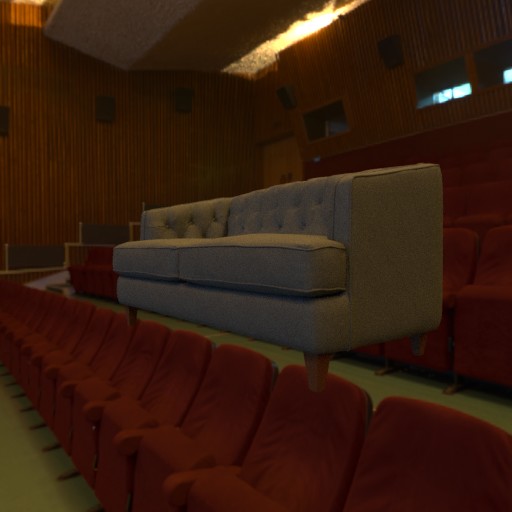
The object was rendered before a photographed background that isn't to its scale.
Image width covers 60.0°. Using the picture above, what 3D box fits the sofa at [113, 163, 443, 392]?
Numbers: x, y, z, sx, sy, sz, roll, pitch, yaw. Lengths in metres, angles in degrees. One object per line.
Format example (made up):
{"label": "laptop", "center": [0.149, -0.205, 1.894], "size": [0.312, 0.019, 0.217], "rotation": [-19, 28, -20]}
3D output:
{"label": "sofa", "center": [0.000, 0.000, 2.283], "size": [0.941, 0.855, 1.733], "rotation": [-1, 1, -37]}
